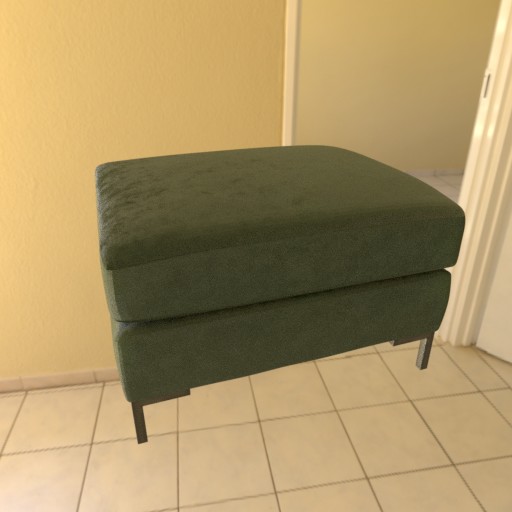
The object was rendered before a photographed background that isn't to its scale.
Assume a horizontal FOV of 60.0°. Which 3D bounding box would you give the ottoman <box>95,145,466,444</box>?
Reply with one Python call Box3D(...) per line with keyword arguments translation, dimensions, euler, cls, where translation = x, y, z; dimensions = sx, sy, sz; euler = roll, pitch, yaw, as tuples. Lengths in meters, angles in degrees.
Box3D(translation=(0.000, 0.000, 1.297), dimensions=(0.839, 0.538, 0.701), euler=(-9, 28, -17), cls="ottoman")
